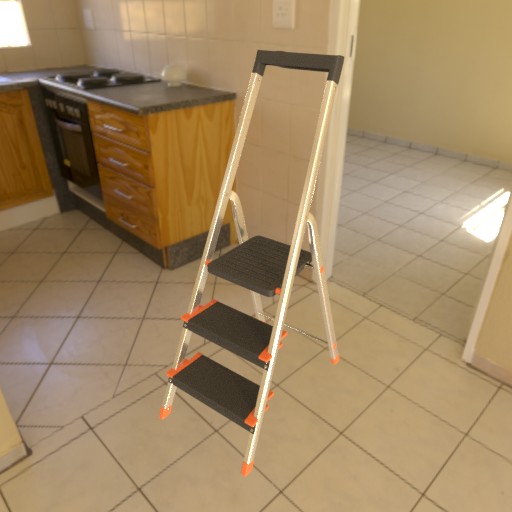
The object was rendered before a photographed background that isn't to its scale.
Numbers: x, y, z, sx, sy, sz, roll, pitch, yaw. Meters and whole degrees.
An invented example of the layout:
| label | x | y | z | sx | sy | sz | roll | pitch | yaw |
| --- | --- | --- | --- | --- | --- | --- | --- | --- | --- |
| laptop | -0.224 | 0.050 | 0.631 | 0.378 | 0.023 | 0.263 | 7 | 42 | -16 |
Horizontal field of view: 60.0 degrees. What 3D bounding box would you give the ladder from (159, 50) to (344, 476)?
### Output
| label | x | y | z | sx | sy | sz | roll | pitch | yaw |
| --- | --- | --- | --- | --- | --- | --- | --- | --- | --- |
| ladder | 0.000 | 0.000 | 1.503 | 0.416 | 1.229 | 0.686 | 20 | 36 | 31 |
